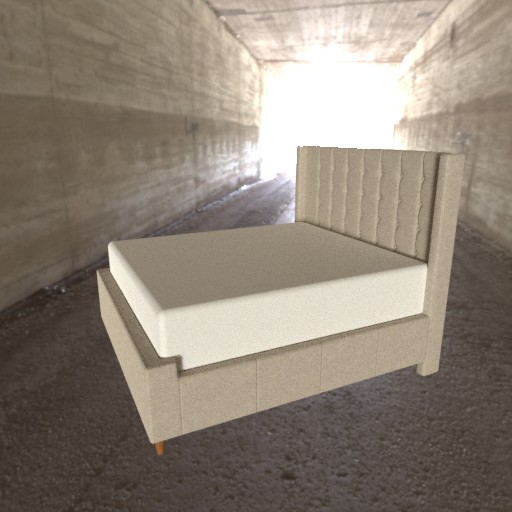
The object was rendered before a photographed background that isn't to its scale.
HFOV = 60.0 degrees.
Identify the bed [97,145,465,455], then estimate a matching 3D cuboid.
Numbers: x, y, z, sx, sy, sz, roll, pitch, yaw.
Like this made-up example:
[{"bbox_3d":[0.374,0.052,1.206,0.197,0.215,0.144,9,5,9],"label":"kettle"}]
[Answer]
[{"bbox_3d":[0.000,0.000,3.760,2.370,1.743,2.045,-8,18,-25],"label":"bed"}]
